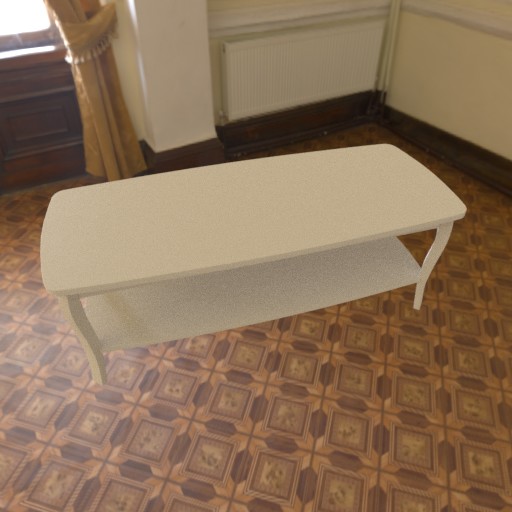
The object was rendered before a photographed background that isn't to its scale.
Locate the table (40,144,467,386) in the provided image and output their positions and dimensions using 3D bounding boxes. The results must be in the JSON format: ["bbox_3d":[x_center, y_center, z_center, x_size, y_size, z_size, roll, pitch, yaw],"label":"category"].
[{"bbox_3d":[0.000,0.000,1.616,1.334,0.474,0.561,-11,41,-13],"label":"table"}]
